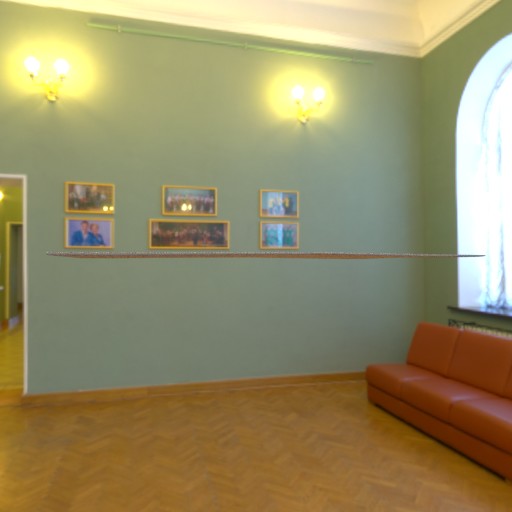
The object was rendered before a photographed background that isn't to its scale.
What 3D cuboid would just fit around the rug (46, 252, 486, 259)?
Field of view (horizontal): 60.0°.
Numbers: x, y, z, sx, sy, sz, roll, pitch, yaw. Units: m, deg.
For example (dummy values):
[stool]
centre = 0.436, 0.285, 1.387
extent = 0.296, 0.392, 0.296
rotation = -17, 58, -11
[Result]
[rug]
centre = 0.000, 0.000, 2.282
extent = 1.804, 0.022, 1.162
rotation = 0, -1, -16
